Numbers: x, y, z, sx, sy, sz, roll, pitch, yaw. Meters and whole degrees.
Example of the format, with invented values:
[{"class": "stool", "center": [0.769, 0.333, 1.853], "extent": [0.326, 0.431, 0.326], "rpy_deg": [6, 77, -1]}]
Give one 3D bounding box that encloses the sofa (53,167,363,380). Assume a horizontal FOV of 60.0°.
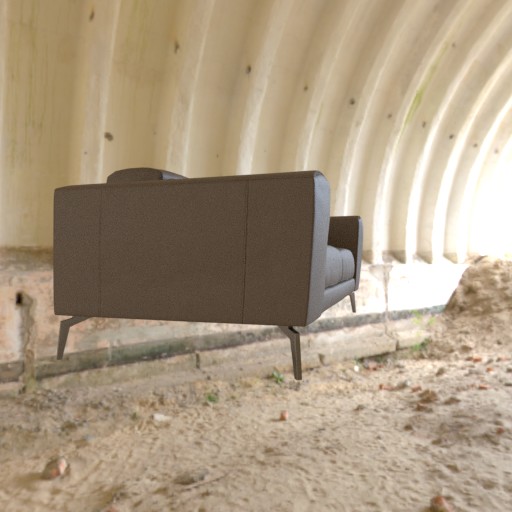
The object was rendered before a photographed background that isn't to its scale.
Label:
[{"class": "sofa", "center": [0.000, 0.000, 2.369], "extent": [1.003, 0.779, 1.895], "rpy_deg": [0, -1, 18]}]
